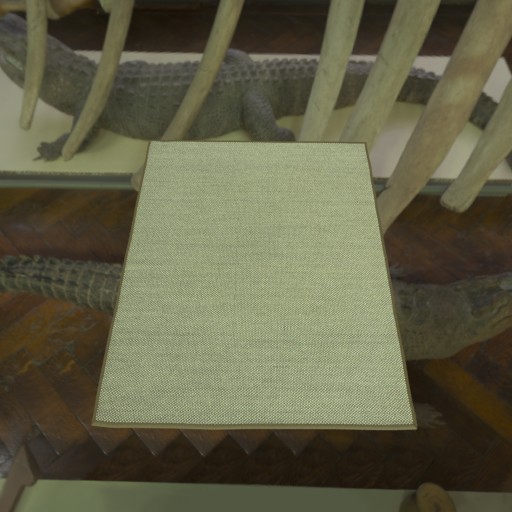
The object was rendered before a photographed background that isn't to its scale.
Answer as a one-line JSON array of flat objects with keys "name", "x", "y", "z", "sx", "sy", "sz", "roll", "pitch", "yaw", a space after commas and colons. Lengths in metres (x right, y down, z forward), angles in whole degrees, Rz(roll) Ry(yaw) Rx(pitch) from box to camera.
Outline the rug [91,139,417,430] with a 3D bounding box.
[{"name": "rug", "x": 0.000, "y": 0.000, "z": 4.077, "sx": 2.413, "sy": 0.020, "sz": 3.041, "roll": 1, "pitch": 57, "yaw": 0}]
